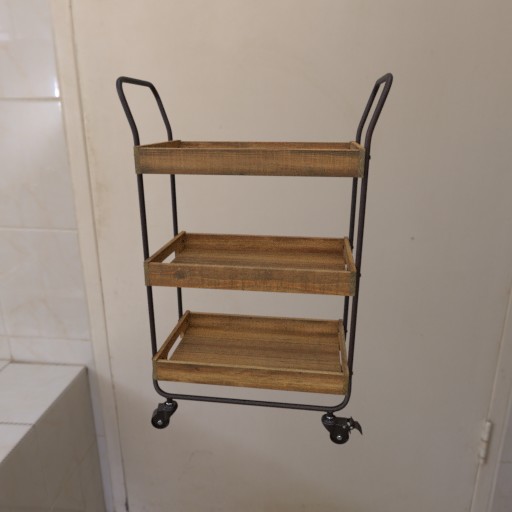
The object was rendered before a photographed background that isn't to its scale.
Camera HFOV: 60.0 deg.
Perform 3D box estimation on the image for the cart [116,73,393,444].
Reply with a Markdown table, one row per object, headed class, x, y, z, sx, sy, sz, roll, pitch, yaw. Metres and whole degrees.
| class | x | y | z | sx | sy | sz | roll | pitch | yaw |
| --- | --- | --- | --- | --- | --- | --- | --- | --- | --- |
| cart | 0.000 | 0.000 | 1.145 | 0.583 | 0.857 | 0.339 | 2 | 17 | 7 |
